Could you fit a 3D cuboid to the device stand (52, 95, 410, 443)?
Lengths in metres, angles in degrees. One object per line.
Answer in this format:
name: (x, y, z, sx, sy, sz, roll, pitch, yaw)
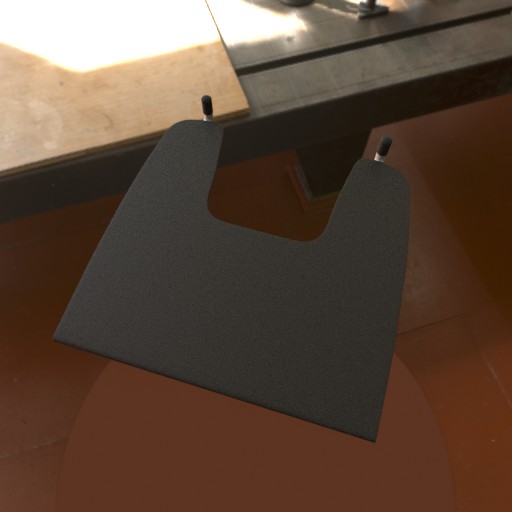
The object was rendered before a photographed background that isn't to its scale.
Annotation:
device stand: (0.000, 0.000, 0.364, 0.230, 0.092, 0.230, 15, 65, 7)
